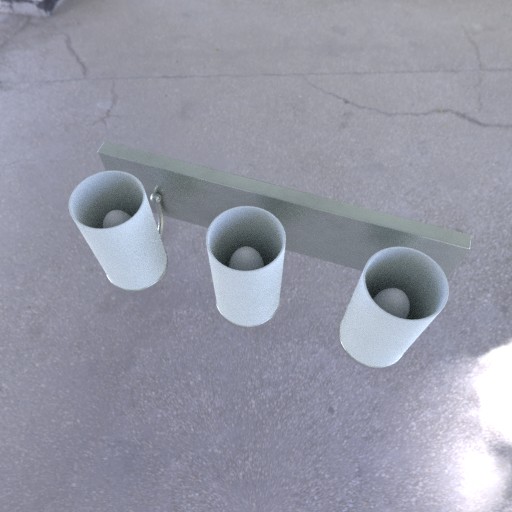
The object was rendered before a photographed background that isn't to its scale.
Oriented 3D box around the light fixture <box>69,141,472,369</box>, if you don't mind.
[{"bbox_3d":[0.000,0.000,0.530,0.451,0.172,0.145,16,60,9],"label":"light fixture"}]
